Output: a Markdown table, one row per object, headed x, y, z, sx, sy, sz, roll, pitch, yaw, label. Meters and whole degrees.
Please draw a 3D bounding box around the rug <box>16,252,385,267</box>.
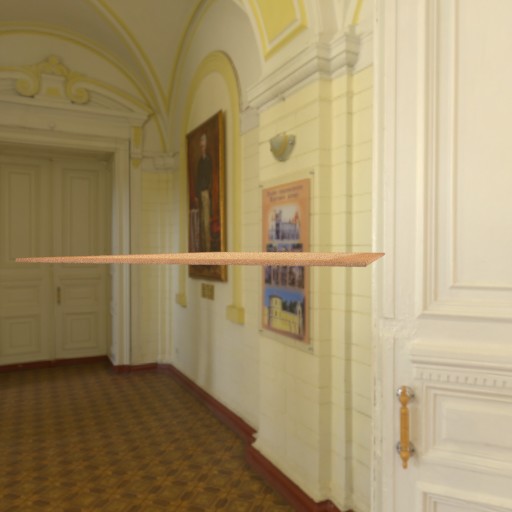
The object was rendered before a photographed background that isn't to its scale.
| x | y | z | sx | sy | sz | roll | pitch | yaw | label |
| --- | --- | --- | --- | --- | --- | --- | --- | --- | --- |
| 0.000 | 0.000 | 2.262 | 1.219 | 0.014 | 1.829 | 0 | 1 | 18 | rug |
